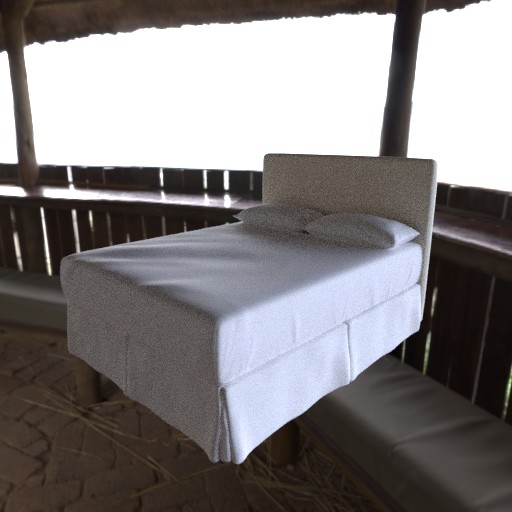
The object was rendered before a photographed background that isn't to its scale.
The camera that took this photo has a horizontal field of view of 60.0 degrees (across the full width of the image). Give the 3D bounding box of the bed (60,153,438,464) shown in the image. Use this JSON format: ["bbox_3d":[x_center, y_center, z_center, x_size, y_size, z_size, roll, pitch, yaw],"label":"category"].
[{"bbox_3d":[0.000,0.000,3.121,1.714,1.330,2.147,14,21,42],"label":"bed"}]
